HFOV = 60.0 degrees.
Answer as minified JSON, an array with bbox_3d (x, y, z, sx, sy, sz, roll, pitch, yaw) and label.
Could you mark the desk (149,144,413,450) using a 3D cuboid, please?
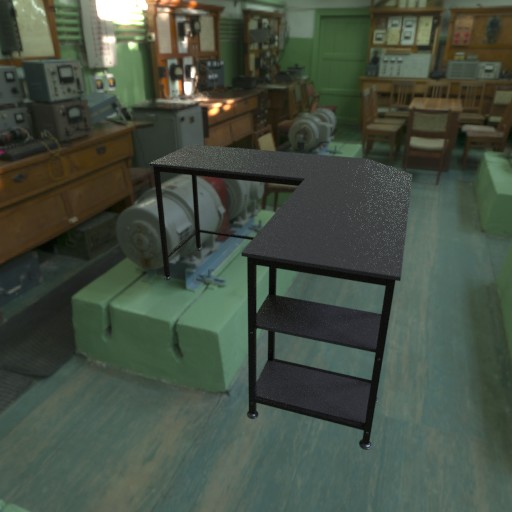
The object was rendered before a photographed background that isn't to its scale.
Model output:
[{"bbox_3d":[0.000,0.000,2.249,1.379,0.739,1.379,9,28,17],"label":"desk"}]
